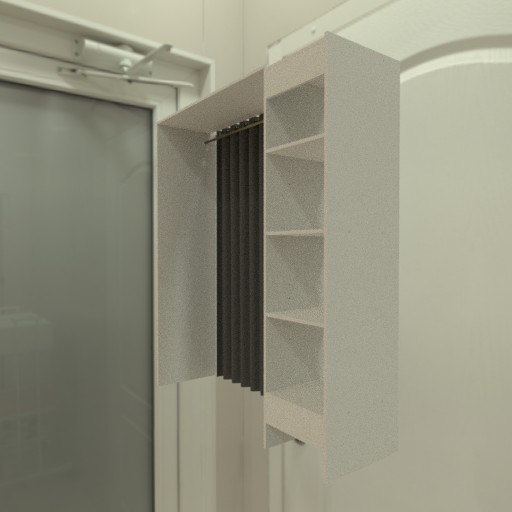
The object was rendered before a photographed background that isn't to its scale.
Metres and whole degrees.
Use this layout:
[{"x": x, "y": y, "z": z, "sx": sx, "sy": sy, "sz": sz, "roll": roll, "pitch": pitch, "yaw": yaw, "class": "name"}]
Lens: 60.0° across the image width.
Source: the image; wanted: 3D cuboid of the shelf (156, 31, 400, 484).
[{"x": 0.000, "y": 0.000, "z": 2.554, "sx": 0.500, "sy": 1.810, "sz": 1.600, "roll": -1, "pitch": 1, "yaw": -37, "class": "shelf"}]
